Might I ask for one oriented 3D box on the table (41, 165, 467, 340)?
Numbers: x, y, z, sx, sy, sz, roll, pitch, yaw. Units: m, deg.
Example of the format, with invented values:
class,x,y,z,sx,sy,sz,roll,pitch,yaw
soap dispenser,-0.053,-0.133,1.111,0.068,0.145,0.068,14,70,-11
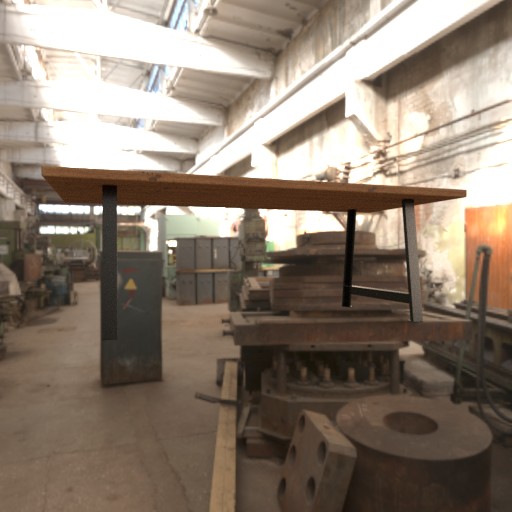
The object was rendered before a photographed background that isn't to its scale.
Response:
class,x,y,z,sx,sy,sz,roll,pitch,yaw
table,0.000,0.000,2.653,2.200,0.757,1.000,0,0,-18
